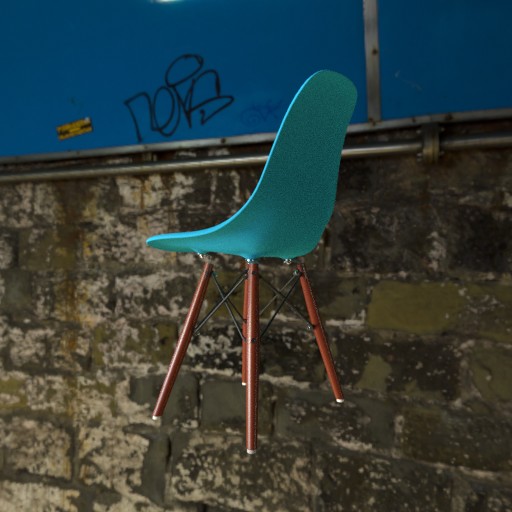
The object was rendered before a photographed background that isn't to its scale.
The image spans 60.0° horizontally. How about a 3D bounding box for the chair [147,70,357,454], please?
[{"bbox_3d":[0.000,0.000,1.185,0.533,0.826,0.470,0,-1,35],"label":"chair"}]
